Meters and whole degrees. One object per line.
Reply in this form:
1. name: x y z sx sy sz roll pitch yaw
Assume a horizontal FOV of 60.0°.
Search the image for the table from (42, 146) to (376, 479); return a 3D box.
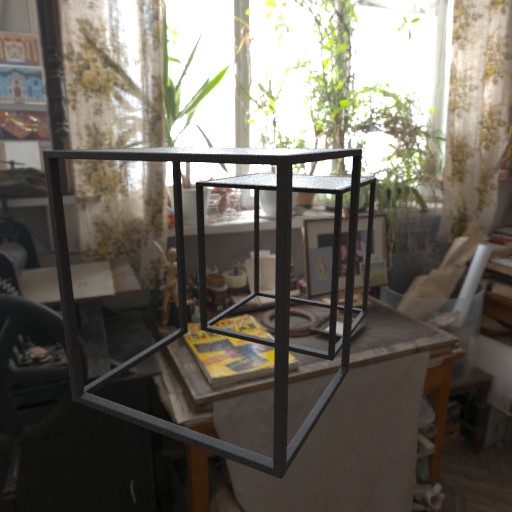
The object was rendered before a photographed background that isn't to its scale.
1. table: 0.000 0.000 1.138 0.508 0.540 0.788 8 17 26
